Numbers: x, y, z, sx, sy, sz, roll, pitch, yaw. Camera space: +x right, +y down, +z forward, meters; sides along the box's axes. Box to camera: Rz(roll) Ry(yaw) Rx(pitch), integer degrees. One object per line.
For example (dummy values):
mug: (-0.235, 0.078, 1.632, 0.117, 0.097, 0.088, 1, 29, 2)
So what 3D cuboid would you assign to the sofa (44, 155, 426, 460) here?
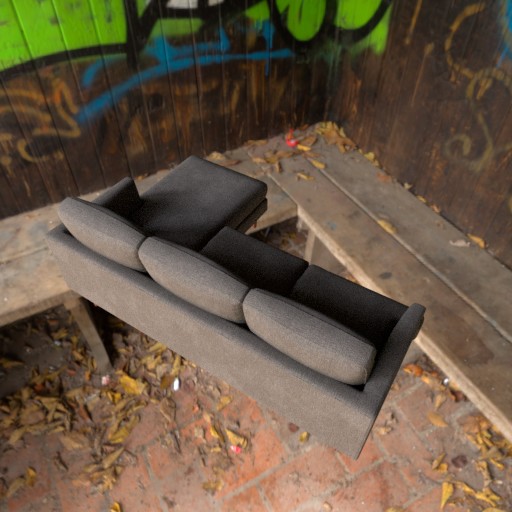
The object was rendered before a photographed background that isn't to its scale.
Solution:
sofa: (0.000, 0.000, 2.967, 2.233, 0.956, 1.504, 25, 51, 22)
